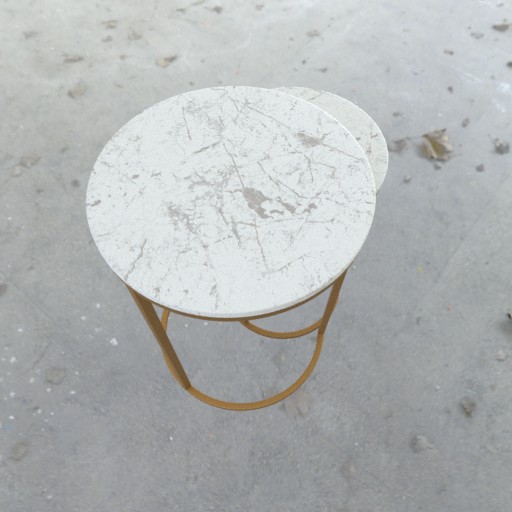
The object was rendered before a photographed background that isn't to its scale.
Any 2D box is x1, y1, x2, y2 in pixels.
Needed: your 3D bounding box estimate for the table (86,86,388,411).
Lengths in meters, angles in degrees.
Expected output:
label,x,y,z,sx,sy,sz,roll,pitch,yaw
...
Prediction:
label,x,y,z,sx,sy,sz,roll,pitch,yaw
table,0.000,0.000,0.878,0.400,0.550,0.507,36,66,19
